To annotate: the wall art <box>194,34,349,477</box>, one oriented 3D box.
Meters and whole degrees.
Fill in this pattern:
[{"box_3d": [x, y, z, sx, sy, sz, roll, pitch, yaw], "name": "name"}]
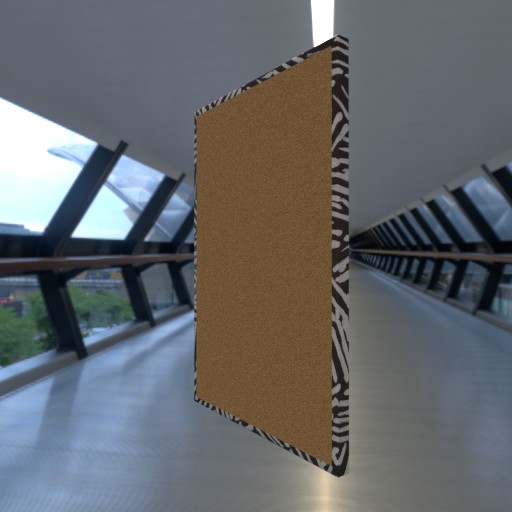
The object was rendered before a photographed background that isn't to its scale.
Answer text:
[{"box_3d": [0.000, 0.000, 1.171, 0.035, 0.918, 0.615, 0, 0, -37], "name": "wall art"}]
